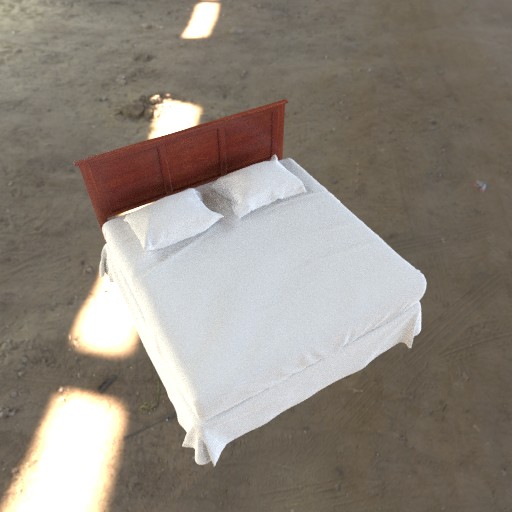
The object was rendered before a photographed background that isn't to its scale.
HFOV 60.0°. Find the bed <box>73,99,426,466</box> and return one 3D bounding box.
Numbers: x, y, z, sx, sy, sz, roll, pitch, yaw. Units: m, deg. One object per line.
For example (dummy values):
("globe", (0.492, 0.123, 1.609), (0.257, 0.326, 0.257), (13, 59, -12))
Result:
("bed", (0.000, 0.000, 3.672), (2.314, 1.271, 2.219), (-23, 51, -20))
